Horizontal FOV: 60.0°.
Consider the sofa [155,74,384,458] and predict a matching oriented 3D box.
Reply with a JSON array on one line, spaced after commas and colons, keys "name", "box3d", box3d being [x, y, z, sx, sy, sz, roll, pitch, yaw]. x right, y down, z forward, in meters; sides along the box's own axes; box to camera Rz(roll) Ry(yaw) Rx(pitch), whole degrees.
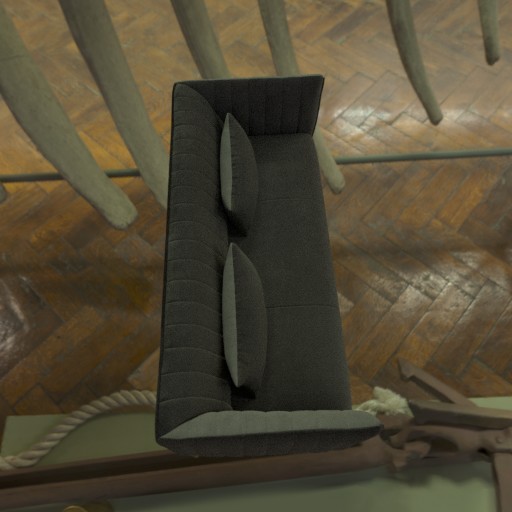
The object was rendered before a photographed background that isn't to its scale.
[{"name": "sofa", "box3d": [0.000, 0.000, 2.411, 0.876, 0.780, 1.980, -2, 63, -1]}]
